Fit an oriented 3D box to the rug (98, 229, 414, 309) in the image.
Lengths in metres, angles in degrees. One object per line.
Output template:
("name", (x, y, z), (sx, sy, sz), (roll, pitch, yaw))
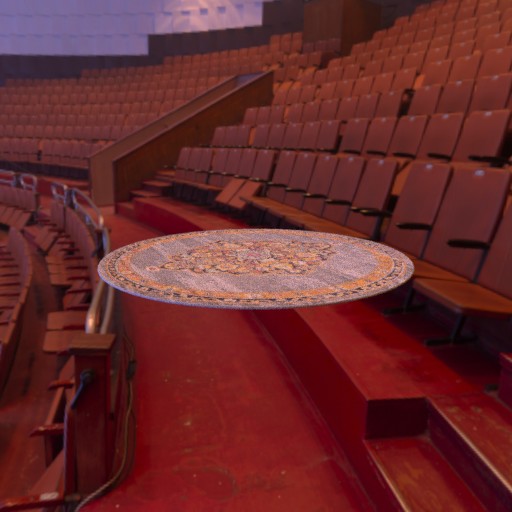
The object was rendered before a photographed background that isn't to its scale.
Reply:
("rug", (0.000, 0.000, 3.526), (2.382, 0.014, 2.382), (0, 14, 0))
